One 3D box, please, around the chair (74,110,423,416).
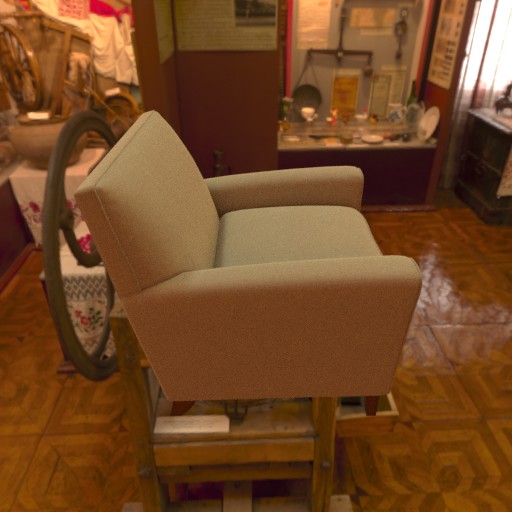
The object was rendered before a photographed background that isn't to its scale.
[{"bbox_3d":[0.000,0.000,1.582,0.871,0.846,0.840,0,31,0],"label":"chair"}]
